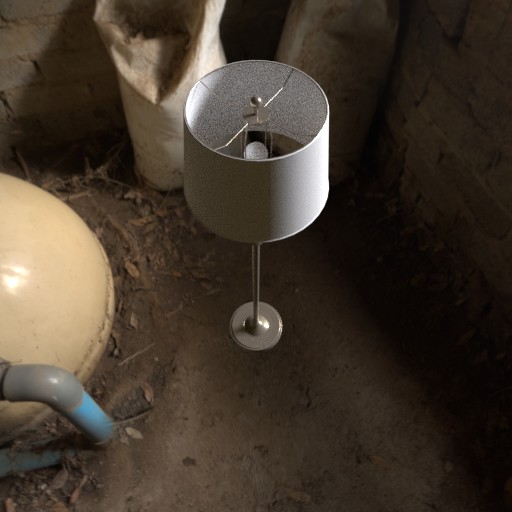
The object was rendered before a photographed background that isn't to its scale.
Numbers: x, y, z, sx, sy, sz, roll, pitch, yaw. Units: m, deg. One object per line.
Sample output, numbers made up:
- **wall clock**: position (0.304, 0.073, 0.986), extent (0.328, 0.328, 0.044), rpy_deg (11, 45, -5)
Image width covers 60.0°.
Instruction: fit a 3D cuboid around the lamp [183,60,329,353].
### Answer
- **lamp**: position (0.000, 0.000, 1.695), extent (0.431, 1.488, 0.431), rpy_deg (0, 60, 0)
